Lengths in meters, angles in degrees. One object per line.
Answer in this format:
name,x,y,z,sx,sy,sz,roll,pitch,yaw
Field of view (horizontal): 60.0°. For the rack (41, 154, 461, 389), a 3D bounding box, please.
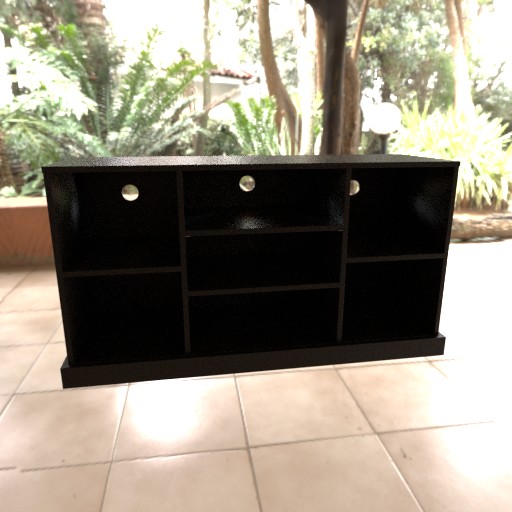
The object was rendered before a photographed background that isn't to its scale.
rack,0.000,0.000,1.486,1.206,0.635,0.399,-3,16,-9
